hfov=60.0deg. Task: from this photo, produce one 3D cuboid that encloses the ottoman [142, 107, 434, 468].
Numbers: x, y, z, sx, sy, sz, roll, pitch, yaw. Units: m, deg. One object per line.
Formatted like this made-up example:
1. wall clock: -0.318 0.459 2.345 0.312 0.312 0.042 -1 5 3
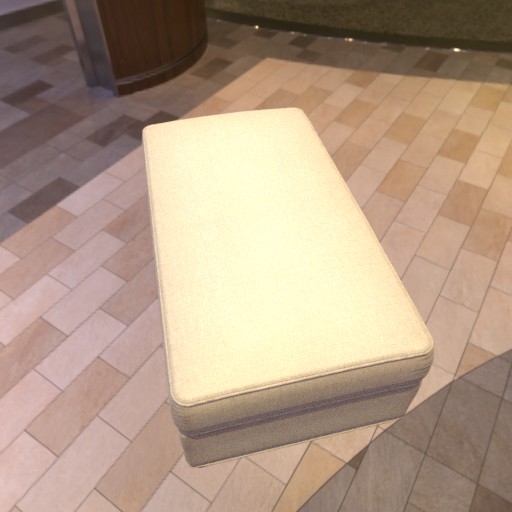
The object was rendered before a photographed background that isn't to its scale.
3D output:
1. ottoman: 0.000 0.000 1.428 0.617 0.461 1.097 -10 49 -9
